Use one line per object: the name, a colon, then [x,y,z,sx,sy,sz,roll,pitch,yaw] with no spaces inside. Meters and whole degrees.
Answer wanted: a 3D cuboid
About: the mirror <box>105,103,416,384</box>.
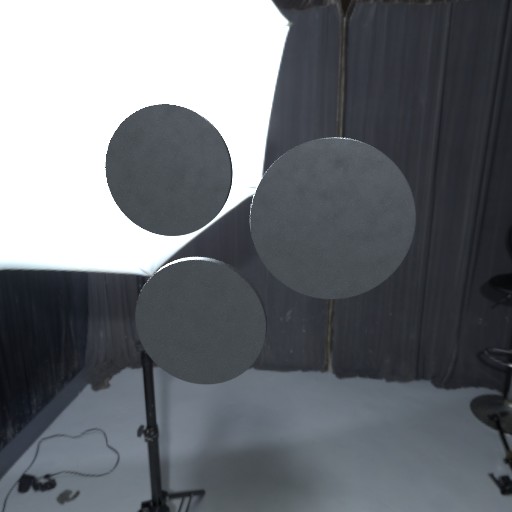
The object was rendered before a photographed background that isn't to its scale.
mirror: [0.000,0.000,3.200,2.160,2.096,0.076,2,15,7]
